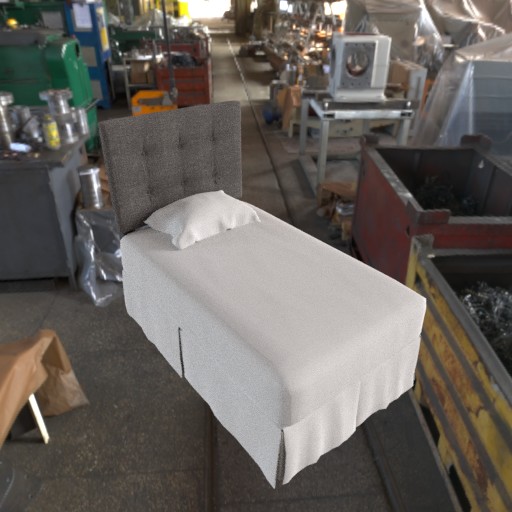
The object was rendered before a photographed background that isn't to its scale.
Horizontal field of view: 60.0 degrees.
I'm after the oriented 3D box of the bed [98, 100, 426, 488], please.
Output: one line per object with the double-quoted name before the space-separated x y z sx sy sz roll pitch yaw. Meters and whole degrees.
"bed" 0.000 0.000 2.960 1.261 1.571 1.997 -22 37 -32
